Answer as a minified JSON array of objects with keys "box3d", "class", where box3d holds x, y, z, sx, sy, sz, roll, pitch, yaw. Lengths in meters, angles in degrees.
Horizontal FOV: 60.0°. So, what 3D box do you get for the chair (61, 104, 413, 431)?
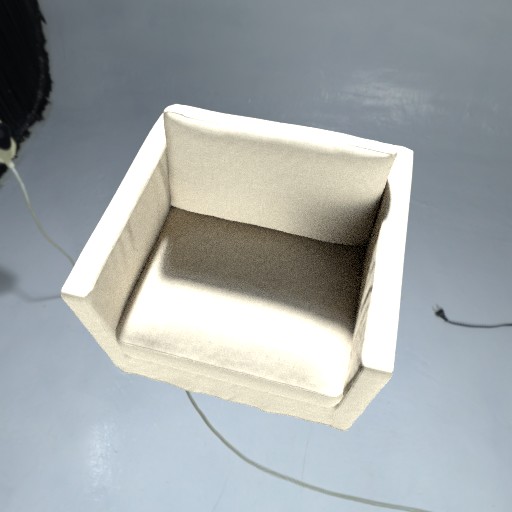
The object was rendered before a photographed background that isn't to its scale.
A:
[{"box3d":[0.000,0.000,1.754,1.057,0.867,0.949,12,58,8],"class":"chair"}]
